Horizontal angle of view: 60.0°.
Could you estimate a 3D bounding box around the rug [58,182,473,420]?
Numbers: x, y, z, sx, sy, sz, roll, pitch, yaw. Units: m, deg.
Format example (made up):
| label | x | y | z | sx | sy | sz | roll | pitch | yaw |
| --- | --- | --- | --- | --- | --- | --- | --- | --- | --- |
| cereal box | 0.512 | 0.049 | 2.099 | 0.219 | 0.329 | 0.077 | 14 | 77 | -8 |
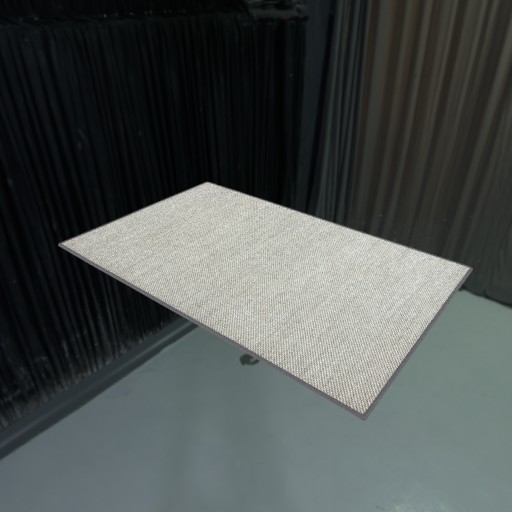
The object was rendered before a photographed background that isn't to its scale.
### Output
| label | x | y | z | sx | sy | sz | roll | pitch | yaw |
| --- | --- | --- | --- | --- | --- | --- | --- | --- | --- |
| rug | 0.000 | 0.000 | 2.104 | 1.676 | 0.013 | 1.067 | 23 | 38 | 32 |
